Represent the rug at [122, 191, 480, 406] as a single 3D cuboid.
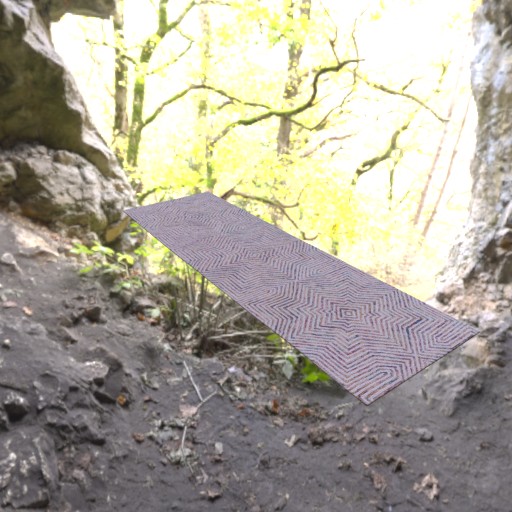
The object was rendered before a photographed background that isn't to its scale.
[{"bbox_3d":[0.000,0.000,2.704,0.771,0.009,2.443,-18,32,-32],"label":"rug"}]
